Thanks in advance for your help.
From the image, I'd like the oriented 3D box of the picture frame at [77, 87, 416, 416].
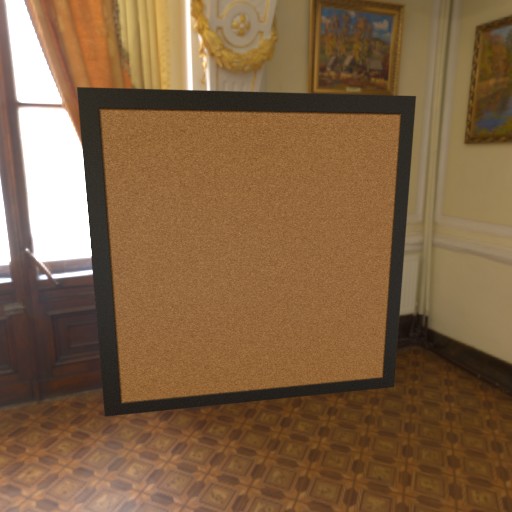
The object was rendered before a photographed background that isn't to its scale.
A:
[{"bbox_3d":[0.000,0.000,0.509,0.355,0.353,0.029,-2,13,-10],"label":"picture frame"}]
